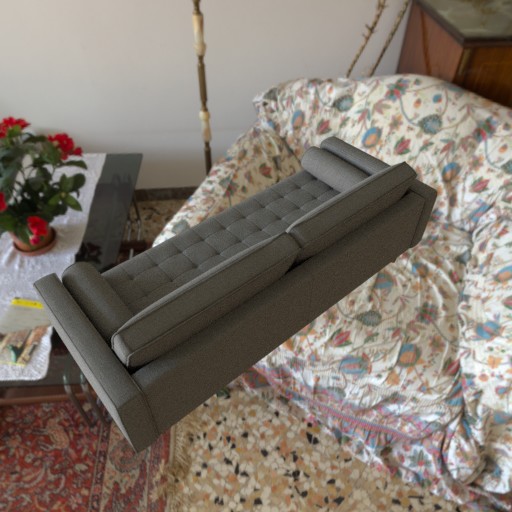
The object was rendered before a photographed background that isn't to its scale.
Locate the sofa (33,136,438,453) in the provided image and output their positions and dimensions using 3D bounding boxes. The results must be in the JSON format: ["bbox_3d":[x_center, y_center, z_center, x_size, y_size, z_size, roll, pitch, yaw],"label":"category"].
[{"bbox_3d":[0.000,0.000,2.590,2.198,0.762,0.914,-31,53,-27],"label":"sofa"}]
